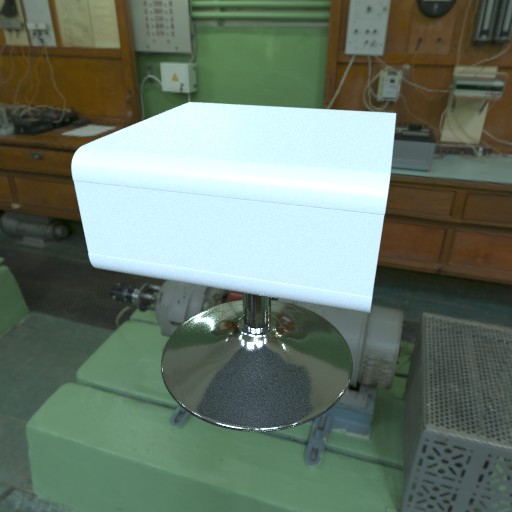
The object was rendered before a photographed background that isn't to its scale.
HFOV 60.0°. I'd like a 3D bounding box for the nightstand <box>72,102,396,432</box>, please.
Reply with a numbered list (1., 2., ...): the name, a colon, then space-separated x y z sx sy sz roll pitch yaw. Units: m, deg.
1. nightstand: 0.000 0.000 0.778 0.404 0.447 0.399 8 30 14
